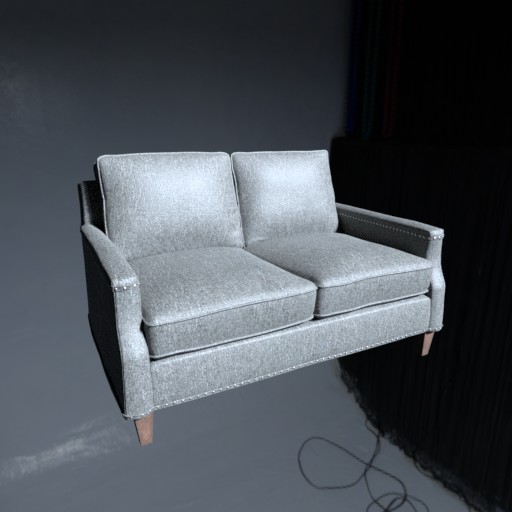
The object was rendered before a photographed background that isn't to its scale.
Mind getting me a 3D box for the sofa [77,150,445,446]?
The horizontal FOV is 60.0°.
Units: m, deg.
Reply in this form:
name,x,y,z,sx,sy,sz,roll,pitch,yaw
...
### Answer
name,x,y,z,sx,sy,sz,roll,pitch,yaw
sofa,0.000,0.000,2.236,1.597,1.003,1.084,-8,18,-26
